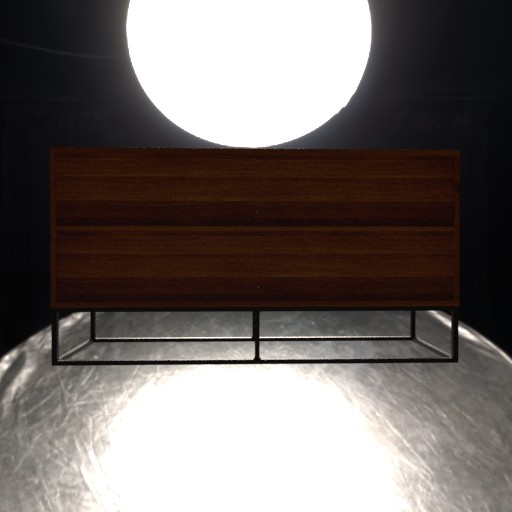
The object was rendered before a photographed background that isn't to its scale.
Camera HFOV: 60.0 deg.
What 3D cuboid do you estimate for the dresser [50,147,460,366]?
[{"bbox_3d":[0.000,0.000,1.895,1.536,0.810,0.464,0,1,-2],"label":"dresser"}]
